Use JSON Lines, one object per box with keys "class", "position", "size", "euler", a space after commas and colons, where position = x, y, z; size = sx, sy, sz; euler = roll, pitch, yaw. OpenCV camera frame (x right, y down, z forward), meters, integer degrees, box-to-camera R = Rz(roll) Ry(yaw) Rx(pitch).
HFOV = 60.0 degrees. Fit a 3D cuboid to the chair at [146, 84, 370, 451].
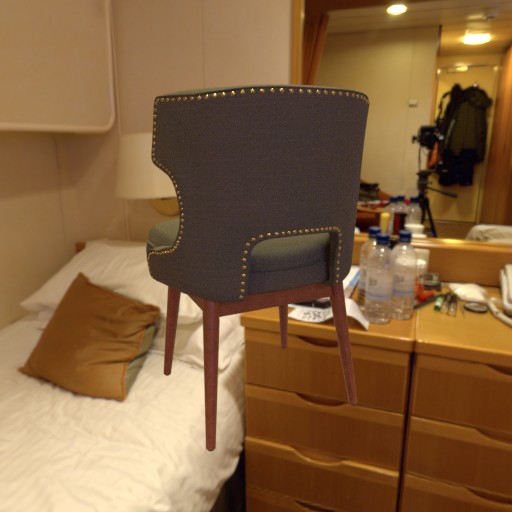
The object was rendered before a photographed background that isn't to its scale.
{"class": "chair", "position": [0.000, 0.000, 1.263], "size": [0.595, 0.863, 0.581], "euler": [-7, 16, -25]}
